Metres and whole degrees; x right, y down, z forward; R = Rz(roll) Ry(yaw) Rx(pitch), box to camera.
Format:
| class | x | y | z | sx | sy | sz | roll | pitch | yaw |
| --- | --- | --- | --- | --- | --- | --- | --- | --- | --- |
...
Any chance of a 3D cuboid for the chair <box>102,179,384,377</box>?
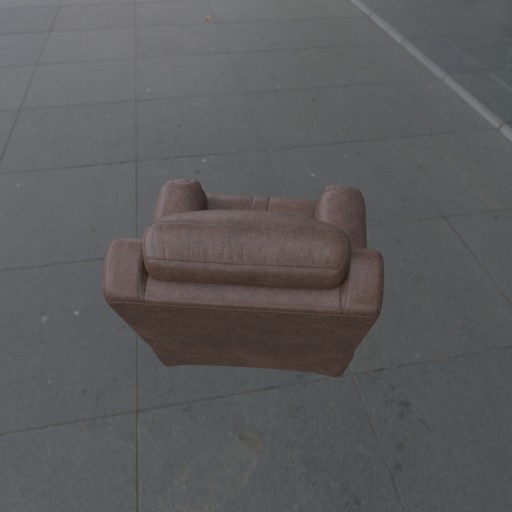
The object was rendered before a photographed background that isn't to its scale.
| class | x | y | z | sx | sy | sz | roll | pitch | yaw |
| --- | --- | --- | --- | --- | --- | --- | --- | --- | --- |
| chair | 0.000 | 0.000 | 1.805 | 0.940 | 0.990 | 1.067 | 3 | 45 | 3 |
